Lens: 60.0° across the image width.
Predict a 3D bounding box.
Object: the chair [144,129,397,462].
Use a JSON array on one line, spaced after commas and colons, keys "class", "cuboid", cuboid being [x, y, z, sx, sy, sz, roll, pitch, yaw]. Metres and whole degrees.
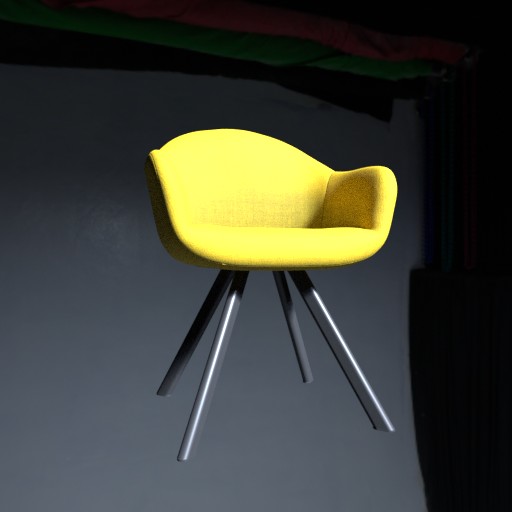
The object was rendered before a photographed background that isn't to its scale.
[{"class": "chair", "cuboid": [0.000, 0.000, 1.189, 0.590, 0.795, 0.550, 0, 0, -18]}]
